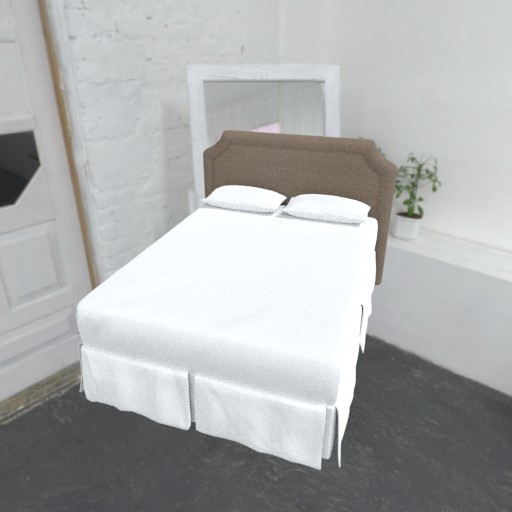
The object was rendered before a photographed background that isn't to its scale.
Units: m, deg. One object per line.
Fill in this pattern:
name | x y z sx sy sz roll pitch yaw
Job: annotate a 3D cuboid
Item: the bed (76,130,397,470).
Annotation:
bed | 0.000 0.000 3.108 1.693 1.290 2.116 9 28 17
